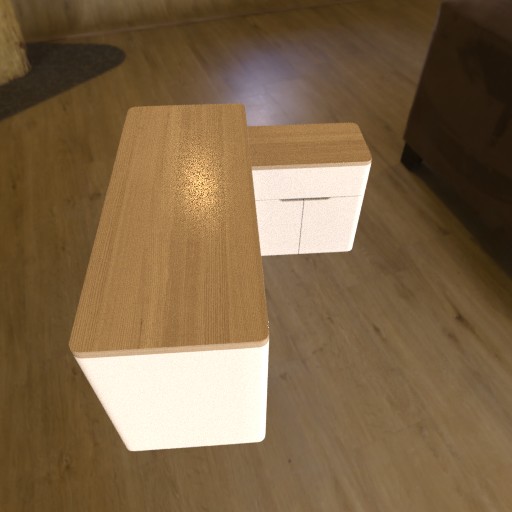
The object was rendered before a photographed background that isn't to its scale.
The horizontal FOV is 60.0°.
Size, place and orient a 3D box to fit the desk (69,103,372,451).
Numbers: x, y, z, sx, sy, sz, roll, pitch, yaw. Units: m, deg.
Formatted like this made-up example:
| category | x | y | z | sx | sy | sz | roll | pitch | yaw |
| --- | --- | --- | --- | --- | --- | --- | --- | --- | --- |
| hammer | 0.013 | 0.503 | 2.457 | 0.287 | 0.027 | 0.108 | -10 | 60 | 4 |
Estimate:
| category | x | y | z | sx | sy | sz | roll | pitch | yaw |
| --- | --- | --- | --- | --- | --- | --- | --- | --- | --- |
| desk | 0.000 | 0.000 | 2.038 | 1.175 | 0.770 | 1.400 | -3 | 47 | -3 |
